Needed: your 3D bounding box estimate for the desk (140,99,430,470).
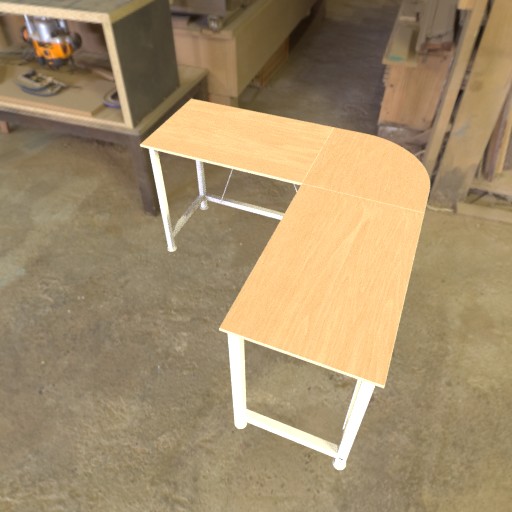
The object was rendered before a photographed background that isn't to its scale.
[{"bbox_3d":[0.000,0.000,2.219,1.400,0.762,1.400,16,48,16],"label":"desk"}]
